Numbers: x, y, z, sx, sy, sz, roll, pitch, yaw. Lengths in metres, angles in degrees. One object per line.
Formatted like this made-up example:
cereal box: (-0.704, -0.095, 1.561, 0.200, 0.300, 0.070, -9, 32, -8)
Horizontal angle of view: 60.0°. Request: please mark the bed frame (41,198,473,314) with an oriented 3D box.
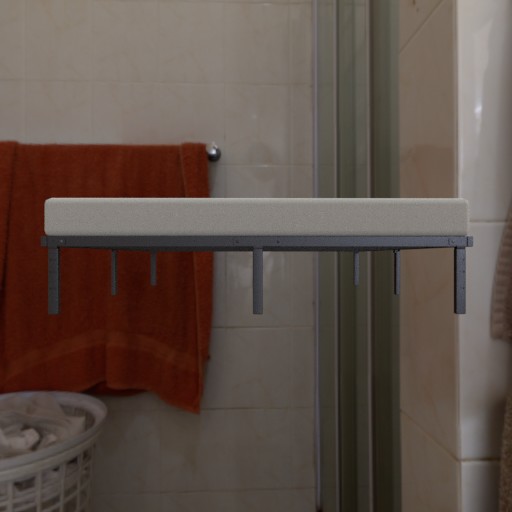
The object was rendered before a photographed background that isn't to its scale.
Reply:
bed frame: (0.000, 0.000, 3.884, 2.526, 0.680, 2.635, 0, 0, 0)
